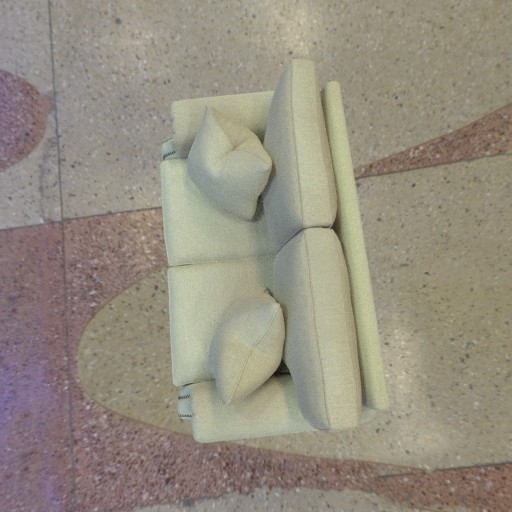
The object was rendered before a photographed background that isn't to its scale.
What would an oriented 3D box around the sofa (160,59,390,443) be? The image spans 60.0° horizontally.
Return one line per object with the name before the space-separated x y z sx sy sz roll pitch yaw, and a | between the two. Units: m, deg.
sofa | 0.000 0.000 2.261 0.966 0.966 1.701 -6 78 -1
